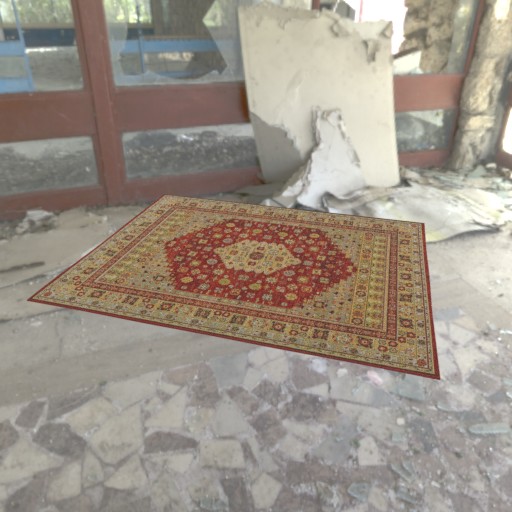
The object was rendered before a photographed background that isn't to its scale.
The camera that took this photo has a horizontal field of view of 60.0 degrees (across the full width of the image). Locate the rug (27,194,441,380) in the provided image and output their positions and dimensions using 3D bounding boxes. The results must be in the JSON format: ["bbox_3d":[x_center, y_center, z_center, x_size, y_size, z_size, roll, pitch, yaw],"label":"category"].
[{"bbox_3d":[0.000,0.000,4.093,3.053,0.013,2.387,8,30,14],"label":"rug"}]
